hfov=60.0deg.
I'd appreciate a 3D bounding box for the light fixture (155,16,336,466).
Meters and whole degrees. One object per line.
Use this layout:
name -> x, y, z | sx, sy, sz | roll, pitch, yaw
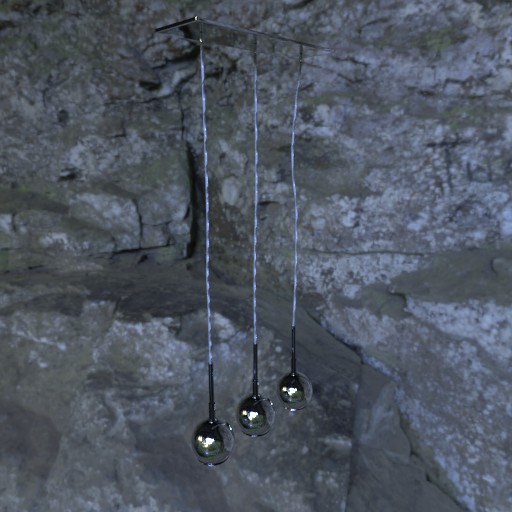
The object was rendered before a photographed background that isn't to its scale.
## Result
light fixture -> 0.000, 0.000, 1.582 | 0.188, 1.408, 0.623 | 14, 20, 43
